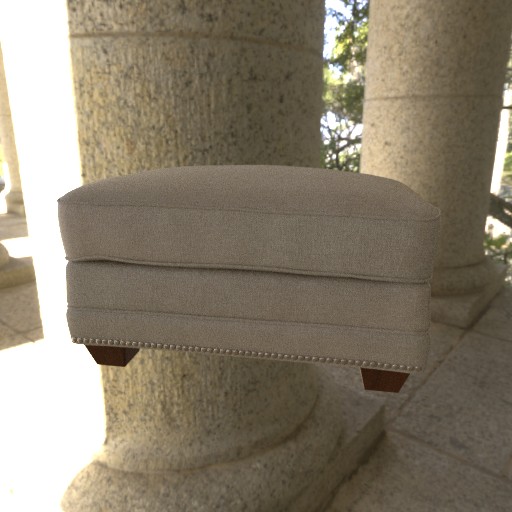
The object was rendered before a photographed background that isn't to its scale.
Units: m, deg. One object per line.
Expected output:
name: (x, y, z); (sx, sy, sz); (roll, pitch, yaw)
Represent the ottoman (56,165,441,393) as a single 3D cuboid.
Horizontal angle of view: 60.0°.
ottoman: (0.000, 0.000, 1.167); (0.813, 0.458, 0.559); (3, 16, 10)
